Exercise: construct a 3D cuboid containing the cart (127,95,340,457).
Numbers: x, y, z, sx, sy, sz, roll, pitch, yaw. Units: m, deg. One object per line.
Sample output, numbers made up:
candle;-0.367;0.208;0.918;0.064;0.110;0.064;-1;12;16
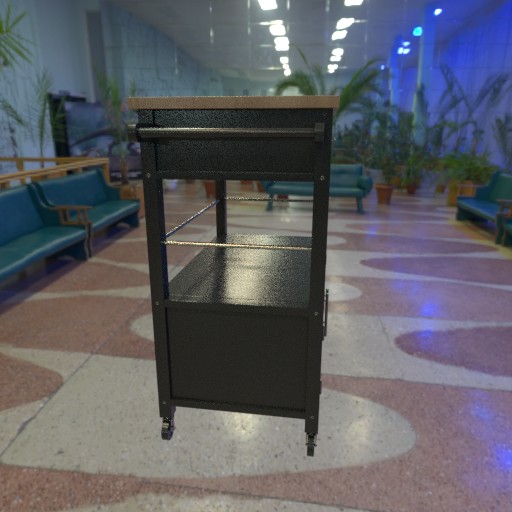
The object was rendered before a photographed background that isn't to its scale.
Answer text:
cart;0.000;0.000;1.384;0.459;0.901;0.840;3;17;9
